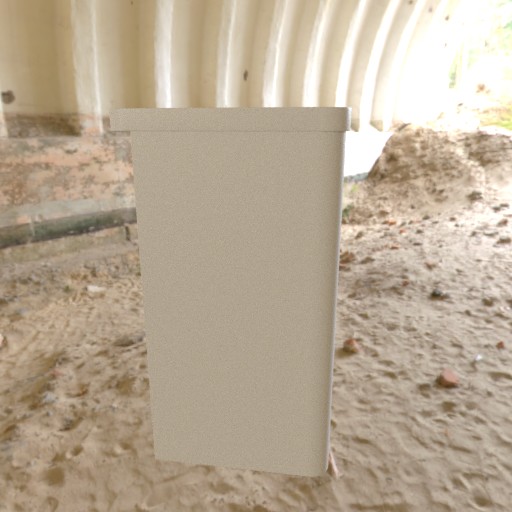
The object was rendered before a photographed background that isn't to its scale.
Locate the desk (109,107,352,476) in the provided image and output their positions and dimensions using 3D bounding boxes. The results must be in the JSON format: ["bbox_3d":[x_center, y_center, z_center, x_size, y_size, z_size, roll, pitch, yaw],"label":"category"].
[{"bbox_3d":[0.000,0.000,1.247,0.446,0.760,0.790,2,16,8],"label":"desk"}]
